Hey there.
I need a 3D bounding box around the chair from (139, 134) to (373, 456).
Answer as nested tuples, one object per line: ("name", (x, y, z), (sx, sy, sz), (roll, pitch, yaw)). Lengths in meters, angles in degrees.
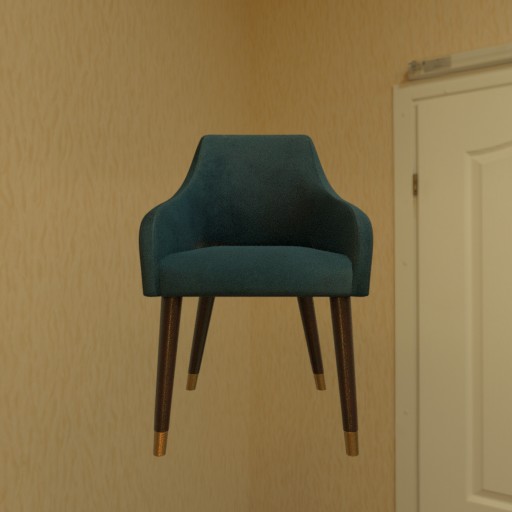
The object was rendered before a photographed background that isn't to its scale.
("chair", (0.000, 0.000, 1.587), (0.683, 1.081, 0.794), (0, -1, 0))
